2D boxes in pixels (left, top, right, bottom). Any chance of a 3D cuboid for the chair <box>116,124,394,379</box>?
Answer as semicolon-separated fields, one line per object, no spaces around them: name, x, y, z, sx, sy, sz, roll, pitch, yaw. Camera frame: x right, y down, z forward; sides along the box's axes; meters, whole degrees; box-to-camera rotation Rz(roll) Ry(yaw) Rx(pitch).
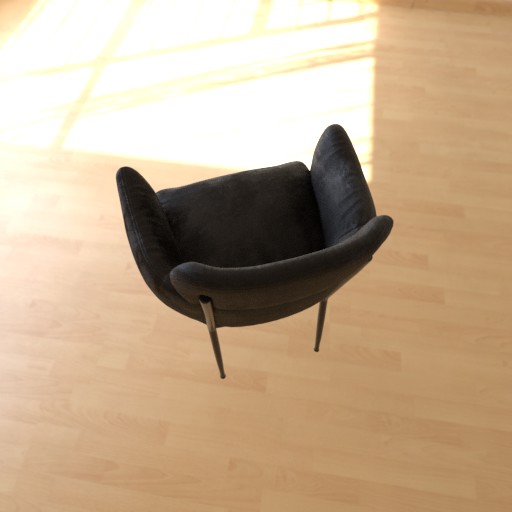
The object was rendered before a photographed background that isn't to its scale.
chair;0.000;0.000;1.255;0.640;0.818;0.604;-14;59;-8
